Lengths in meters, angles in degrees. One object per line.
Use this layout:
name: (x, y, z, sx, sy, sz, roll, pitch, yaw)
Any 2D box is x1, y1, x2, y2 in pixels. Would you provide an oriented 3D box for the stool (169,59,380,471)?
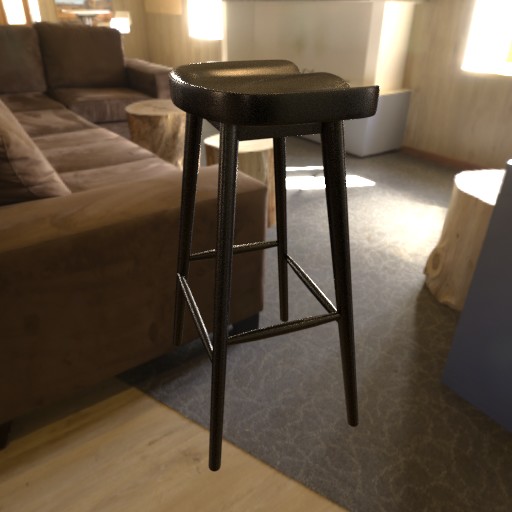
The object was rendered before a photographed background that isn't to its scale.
stool: (0.000, 0.000, 0.976, 0.361, 0.749, 0.440, -10, 31, -17)
